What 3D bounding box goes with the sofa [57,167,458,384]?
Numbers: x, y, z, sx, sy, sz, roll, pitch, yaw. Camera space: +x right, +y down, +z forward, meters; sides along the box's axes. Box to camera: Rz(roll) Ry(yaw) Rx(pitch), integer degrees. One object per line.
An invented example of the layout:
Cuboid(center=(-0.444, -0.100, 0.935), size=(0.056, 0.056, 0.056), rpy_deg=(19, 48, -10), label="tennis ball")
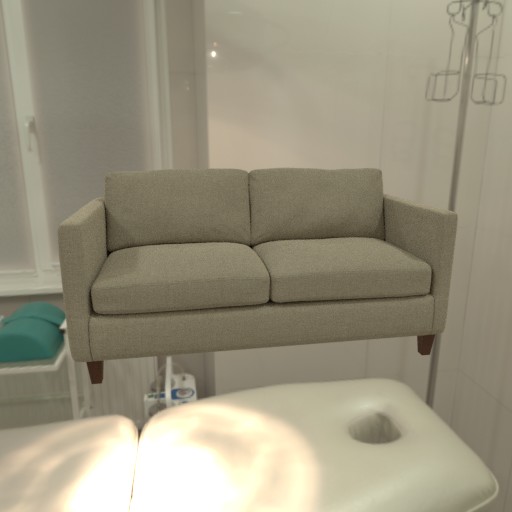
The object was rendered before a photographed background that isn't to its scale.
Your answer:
Cuboid(center=(0.000, 0.000, 2.500), size=(1.884, 0.947, 0.951), rpy_deg=(-3, 15, -10), label="sofa")
